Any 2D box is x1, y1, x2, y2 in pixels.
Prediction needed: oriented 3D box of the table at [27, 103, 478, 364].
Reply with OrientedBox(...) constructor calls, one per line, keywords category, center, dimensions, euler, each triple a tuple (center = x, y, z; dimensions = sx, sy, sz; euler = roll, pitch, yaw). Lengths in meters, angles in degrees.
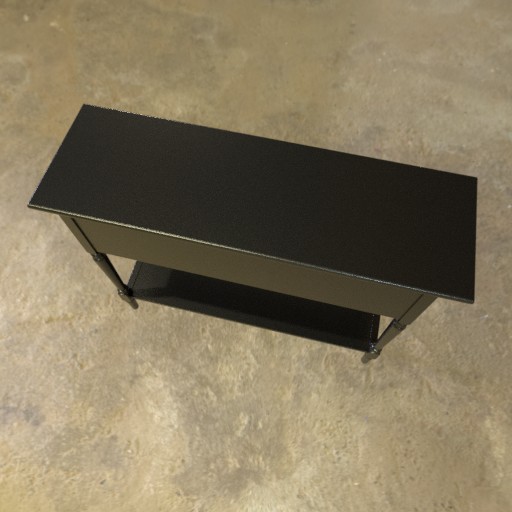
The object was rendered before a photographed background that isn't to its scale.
OrientedBox(category="table", center=(0.000, 0.000, 1.587), dimensions=(1.191, 0.819, 0.386), euler=(12, 64, 6))
